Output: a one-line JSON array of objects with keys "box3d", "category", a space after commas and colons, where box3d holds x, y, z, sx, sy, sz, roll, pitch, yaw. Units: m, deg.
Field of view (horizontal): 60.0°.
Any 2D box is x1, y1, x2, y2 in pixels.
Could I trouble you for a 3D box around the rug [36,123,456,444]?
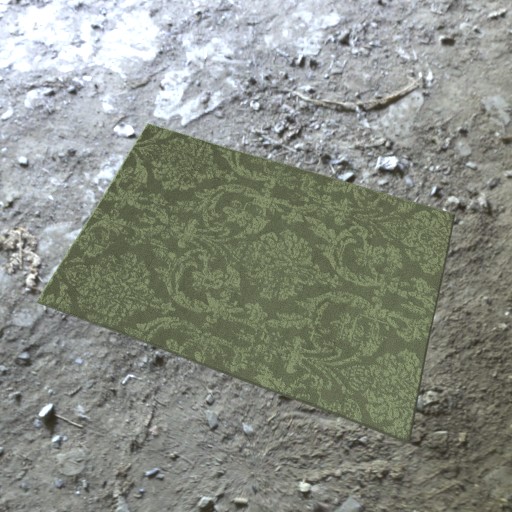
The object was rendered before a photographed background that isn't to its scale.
[{"box3d": [0.000, 0.000, 2.253, 1.824, 0.012, 1.206, 18, 65, 9], "category": "rug"}]
